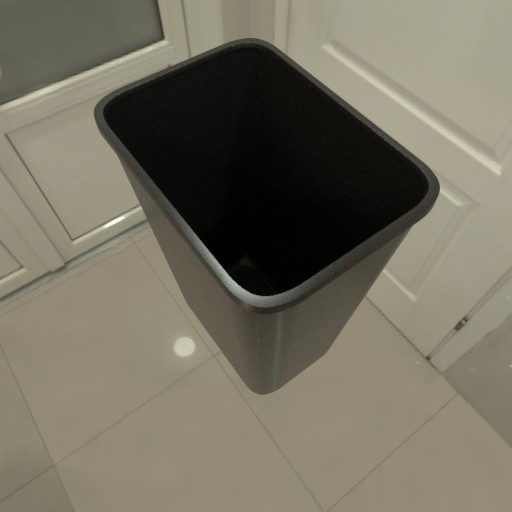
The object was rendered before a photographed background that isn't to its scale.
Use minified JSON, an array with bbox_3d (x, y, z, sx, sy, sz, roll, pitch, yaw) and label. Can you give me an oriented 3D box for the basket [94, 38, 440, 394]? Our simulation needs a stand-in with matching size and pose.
[{"bbox_3d":[0.000,0.000,0.766,0.287,0.521,0.394,-32,63,-18],"label":"basket"}]
